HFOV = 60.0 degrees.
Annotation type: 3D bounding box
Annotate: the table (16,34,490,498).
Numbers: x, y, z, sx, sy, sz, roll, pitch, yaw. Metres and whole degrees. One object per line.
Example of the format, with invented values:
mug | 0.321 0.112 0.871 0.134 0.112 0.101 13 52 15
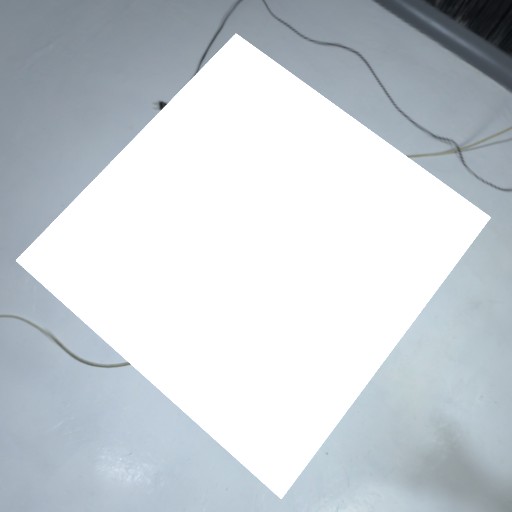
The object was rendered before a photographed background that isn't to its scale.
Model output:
table | 0.000 0.000 1.032 0.670 0.305 0.670 39 80 8
